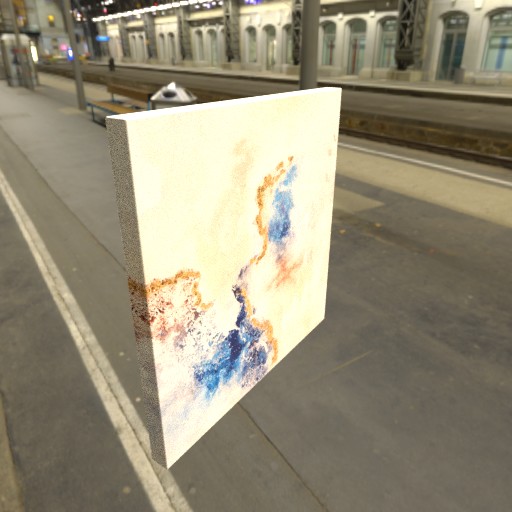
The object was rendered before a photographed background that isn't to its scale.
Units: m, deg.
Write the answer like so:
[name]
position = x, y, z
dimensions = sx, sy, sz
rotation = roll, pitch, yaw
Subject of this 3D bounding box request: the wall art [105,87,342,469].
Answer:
[wall art]
position = 0.000, 0.000, 1.577
dimensions = 0.071, 1.061, 1.061
rotation = 17, 30, 32
